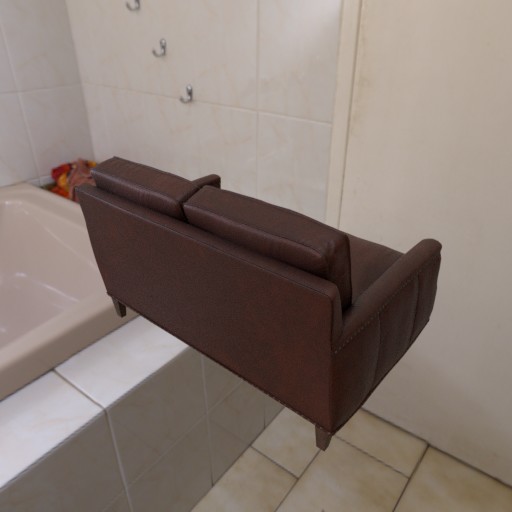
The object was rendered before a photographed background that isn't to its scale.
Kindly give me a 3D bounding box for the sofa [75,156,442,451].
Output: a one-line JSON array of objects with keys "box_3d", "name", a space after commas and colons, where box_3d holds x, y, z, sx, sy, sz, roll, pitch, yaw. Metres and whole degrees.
[{"box_3d": [0.000, 0.000, 2.330, 1.628, 1.003, 1.083, 22, 37, 34], "name": "sofa"}]
